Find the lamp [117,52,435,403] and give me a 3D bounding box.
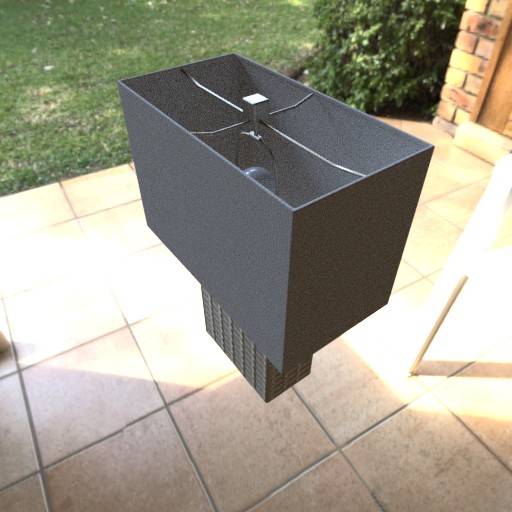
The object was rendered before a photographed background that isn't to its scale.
[{"bbox_3d":[0.000,0.000,0.710,0.200,0.515,0.380,-27,48,-26],"label":"lamp"}]
